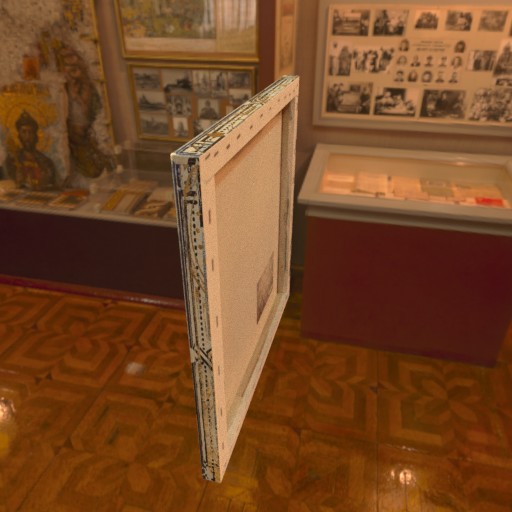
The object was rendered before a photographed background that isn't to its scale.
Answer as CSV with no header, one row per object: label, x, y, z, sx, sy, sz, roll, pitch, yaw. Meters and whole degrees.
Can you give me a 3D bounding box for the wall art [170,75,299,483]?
wall art,0.000,0.000,0.906,0.036,0.607,0.609,8,31,13
